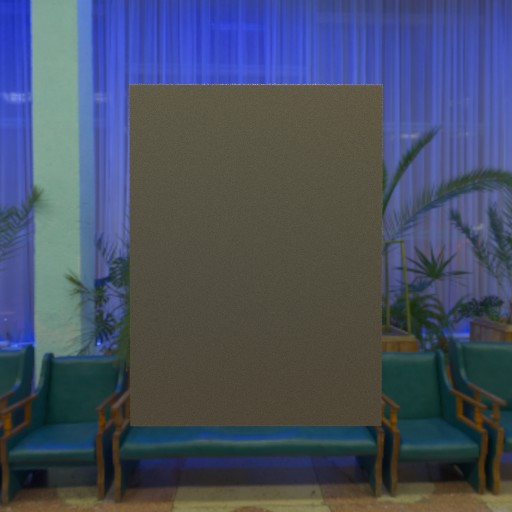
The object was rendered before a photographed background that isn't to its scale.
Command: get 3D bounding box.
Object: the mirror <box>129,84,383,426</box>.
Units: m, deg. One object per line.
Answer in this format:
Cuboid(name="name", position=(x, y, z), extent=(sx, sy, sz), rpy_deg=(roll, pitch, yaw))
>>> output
Cuboid(name="mirror", position=(0.000, 0.000, 1.343), extent=(0.756, 1.023, 0.032), rpy_deg=(0, 1, 0))
